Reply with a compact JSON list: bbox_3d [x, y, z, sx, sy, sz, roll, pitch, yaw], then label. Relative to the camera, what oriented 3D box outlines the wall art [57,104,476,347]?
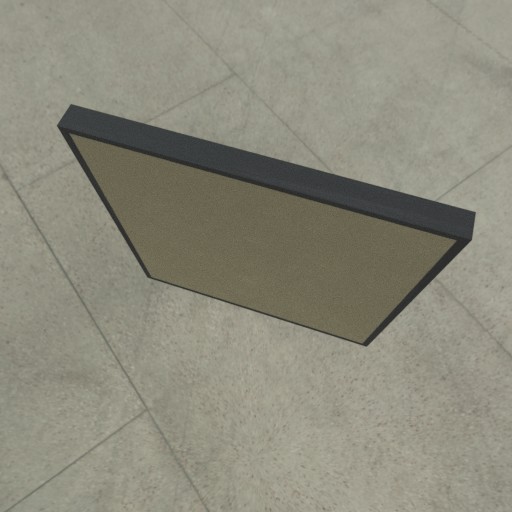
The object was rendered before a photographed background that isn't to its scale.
[{"bbox_3d":[0.000,0.000,0.755,0.509,0.507,0.037,17,66,7],"label":"wall art"}]
